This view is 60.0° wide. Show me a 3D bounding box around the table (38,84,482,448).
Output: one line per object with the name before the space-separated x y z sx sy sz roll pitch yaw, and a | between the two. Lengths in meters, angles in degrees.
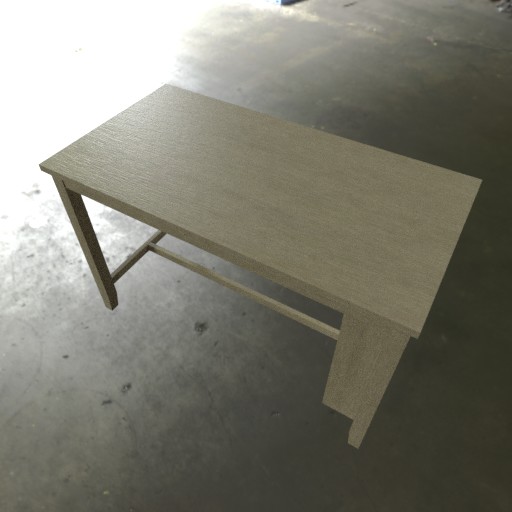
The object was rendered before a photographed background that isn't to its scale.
table | 0.000 0.000 1.890 1.397 0.874 0.729 24 51 20
